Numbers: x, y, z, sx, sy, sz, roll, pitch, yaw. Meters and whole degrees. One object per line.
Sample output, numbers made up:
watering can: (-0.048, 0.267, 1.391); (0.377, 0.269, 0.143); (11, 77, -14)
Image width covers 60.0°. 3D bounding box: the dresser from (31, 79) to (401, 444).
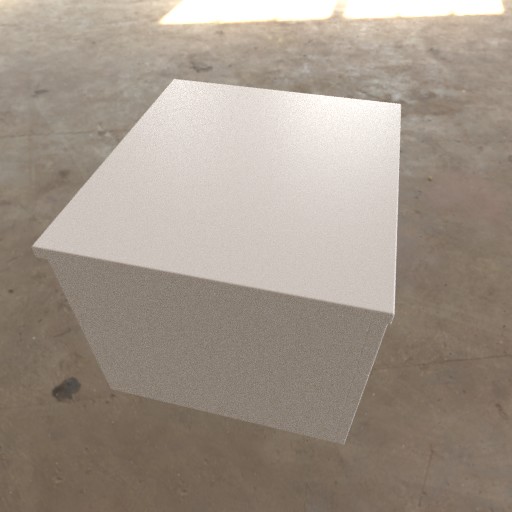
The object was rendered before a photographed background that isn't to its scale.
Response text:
dresser: (0.000, 0.000, 0.723); (0.400, 0.360, 0.430); (10, 47, 9)
